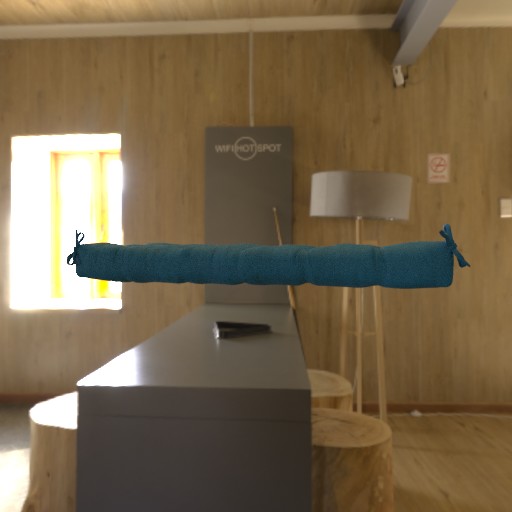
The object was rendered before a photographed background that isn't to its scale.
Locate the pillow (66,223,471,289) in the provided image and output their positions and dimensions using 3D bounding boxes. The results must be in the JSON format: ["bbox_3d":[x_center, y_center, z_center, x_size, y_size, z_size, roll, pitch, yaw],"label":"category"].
[{"bbox_3d":[0.000,0.000,1.417,1.194,0.174,0.511,0,1,18],"label":"pillow"}]
